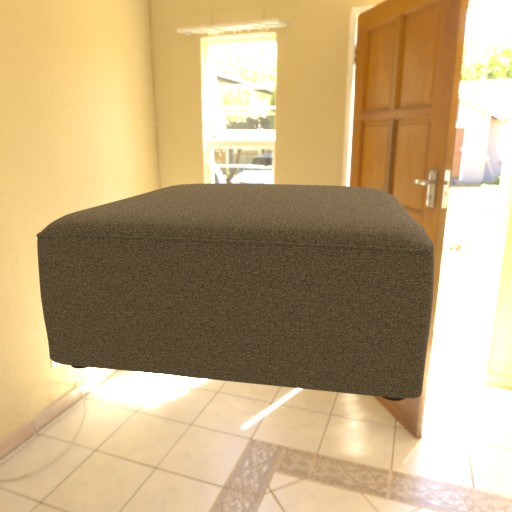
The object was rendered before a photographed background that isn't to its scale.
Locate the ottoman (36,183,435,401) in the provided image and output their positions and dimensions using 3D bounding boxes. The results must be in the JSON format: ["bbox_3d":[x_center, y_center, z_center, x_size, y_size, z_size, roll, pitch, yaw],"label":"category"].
[{"bbox_3d":[0.000,0.000,1.574,1.015,0.464,1.005,3,15,10],"label":"ottoman"}]
